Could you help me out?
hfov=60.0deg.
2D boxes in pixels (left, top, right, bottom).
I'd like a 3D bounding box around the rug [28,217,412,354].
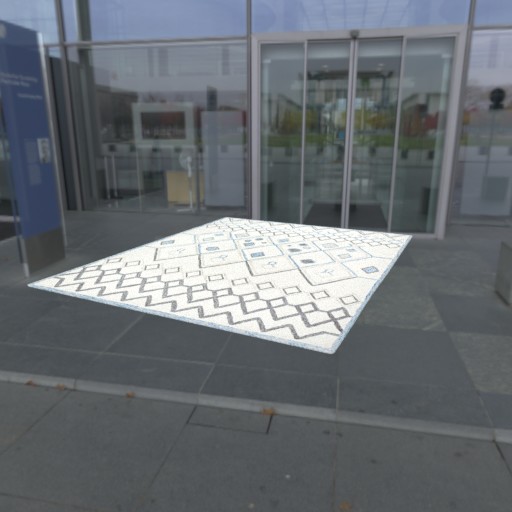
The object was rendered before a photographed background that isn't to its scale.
[{"bbox_3d":[0.000,0.000,4.218,2.441,0.013,3.056,8,18,25],"label":"rug"}]
